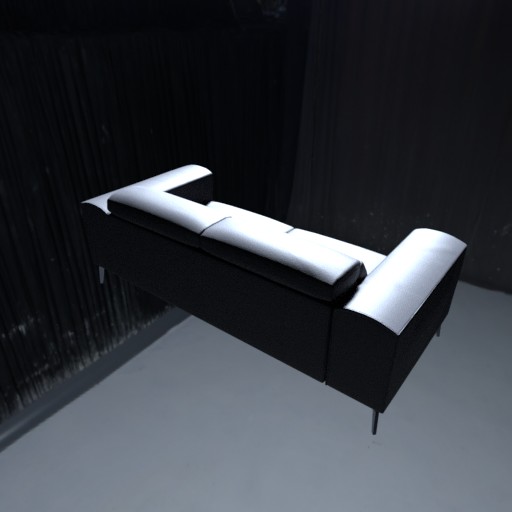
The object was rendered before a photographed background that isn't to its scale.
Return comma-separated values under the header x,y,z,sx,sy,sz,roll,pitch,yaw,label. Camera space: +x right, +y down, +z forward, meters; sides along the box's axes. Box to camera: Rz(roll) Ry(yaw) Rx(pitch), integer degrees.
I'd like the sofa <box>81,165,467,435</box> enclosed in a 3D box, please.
x,y,z,sx,sy,sz,roll,pitch,yaw,label
0.000,0.000,2.933,2.330,0.814,1.048,21,36,32,sofa
